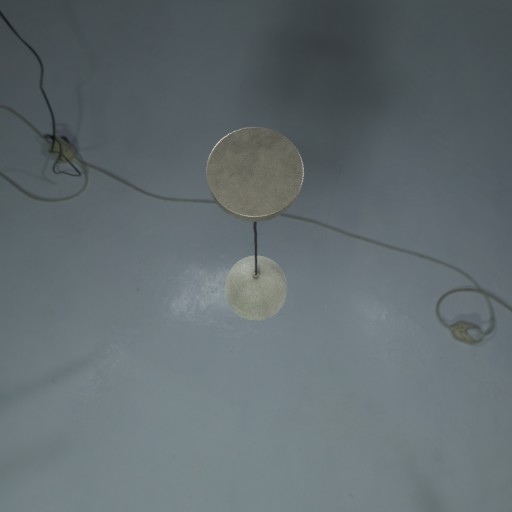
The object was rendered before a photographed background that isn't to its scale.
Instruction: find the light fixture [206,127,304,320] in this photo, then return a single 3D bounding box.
[{"bbox_3d":[0.000,0.000,0.845,0.170,0.759,0.170,12,76,3],"label":"light fixture"}]
